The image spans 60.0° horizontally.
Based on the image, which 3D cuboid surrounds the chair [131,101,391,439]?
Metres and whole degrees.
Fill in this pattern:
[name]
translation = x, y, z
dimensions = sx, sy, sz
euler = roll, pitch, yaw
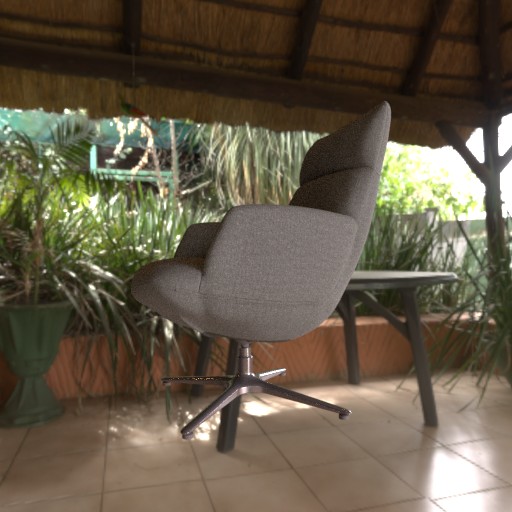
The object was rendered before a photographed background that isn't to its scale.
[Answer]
[chair]
translation = 0.000, 0.000, 1.533
dimensions = 0.831, 0.984, 0.702
euler = 0, 0, -18
